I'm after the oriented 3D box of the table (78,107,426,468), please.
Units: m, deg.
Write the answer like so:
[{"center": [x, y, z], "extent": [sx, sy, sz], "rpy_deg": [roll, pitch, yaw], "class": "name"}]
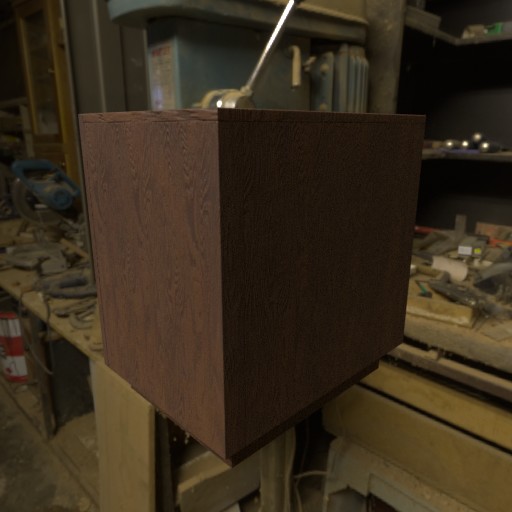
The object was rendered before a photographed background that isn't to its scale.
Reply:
[{"center": [0.000, 0.000, 0.964], "extent": [0.560, 0.585, 0.439], "rpy_deg": [-15, 22, -42], "class": "table"}]
